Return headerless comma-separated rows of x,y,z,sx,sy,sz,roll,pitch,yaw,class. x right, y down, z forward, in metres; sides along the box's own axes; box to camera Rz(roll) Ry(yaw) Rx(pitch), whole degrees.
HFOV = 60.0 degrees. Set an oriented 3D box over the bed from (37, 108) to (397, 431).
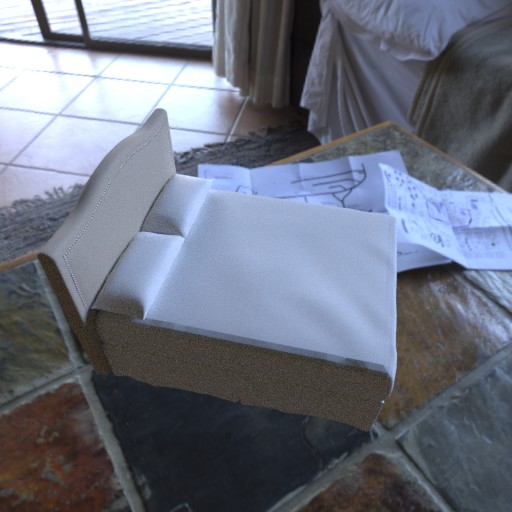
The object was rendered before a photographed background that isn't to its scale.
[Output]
0.000,0.000,3.197,2.052,1.398,1.678,10,46,9,bed
